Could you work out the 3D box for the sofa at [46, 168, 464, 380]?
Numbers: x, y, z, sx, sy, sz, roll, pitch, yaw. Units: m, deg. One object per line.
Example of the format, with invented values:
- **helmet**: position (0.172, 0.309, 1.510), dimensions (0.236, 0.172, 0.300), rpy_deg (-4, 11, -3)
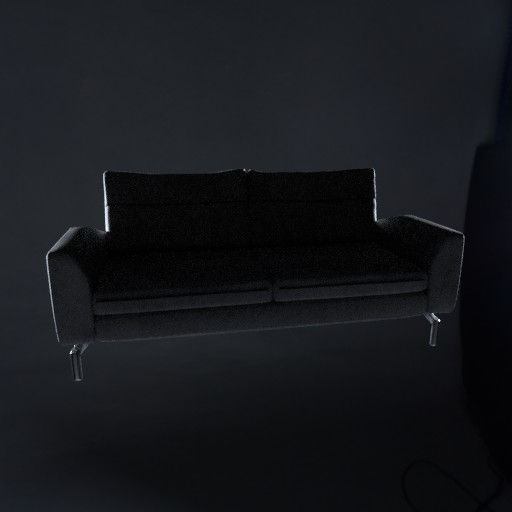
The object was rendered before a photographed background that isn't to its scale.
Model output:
- **sofa**: position (0.000, 0.000, 2.320), dimensions (1.837, 0.859, 0.849), rpy_deg (-3, 16, -11)
